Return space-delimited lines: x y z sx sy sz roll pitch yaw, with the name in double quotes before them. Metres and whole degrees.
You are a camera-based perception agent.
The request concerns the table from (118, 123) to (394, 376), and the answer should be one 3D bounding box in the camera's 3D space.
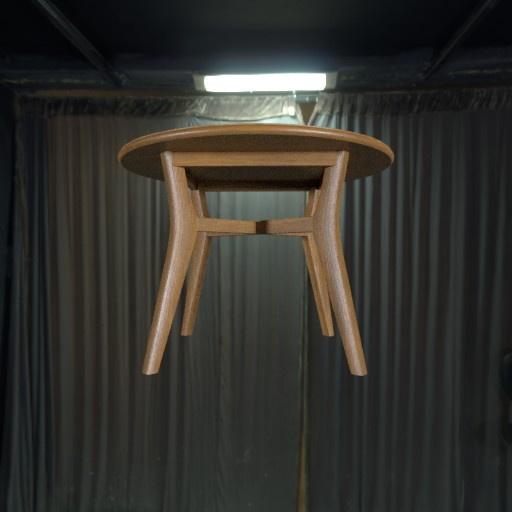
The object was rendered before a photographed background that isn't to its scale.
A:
"table" 0.000 0.000 1.775 1.055 0.757 1.055 0 0 0
